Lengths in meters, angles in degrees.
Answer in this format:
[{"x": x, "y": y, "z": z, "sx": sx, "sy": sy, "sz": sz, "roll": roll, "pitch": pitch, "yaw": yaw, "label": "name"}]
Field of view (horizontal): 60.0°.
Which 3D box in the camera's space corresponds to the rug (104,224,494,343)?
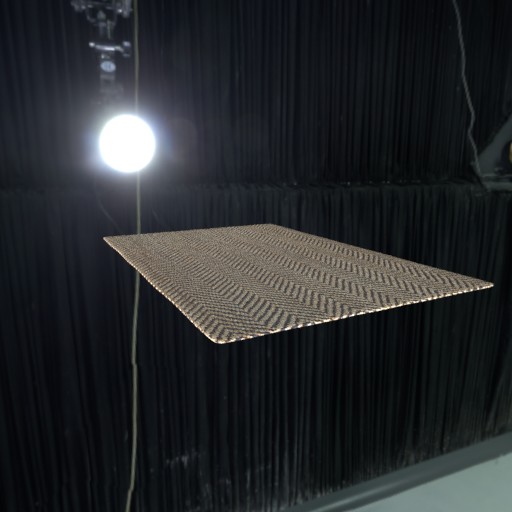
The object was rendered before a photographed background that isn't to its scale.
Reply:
[{"x": 0.000, "y": 0.000, "z": 2.282, "sx": 1.219, "sy": 0.008, "sz": 1.828, "roll": -7, "pitch": 14, "yaw": -27, "label": "rug"}]
